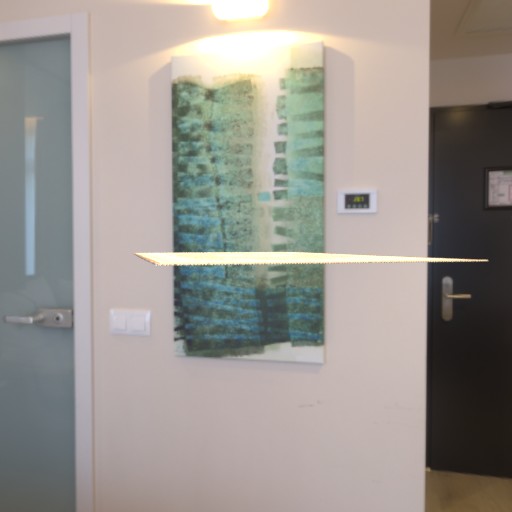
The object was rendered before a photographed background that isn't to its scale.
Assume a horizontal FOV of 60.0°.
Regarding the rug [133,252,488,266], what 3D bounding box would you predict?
[{"bbox_3d":[0.000,0.000,4.197,2.143,0.015,3.422,0,2,-18],"label":"rug"}]
